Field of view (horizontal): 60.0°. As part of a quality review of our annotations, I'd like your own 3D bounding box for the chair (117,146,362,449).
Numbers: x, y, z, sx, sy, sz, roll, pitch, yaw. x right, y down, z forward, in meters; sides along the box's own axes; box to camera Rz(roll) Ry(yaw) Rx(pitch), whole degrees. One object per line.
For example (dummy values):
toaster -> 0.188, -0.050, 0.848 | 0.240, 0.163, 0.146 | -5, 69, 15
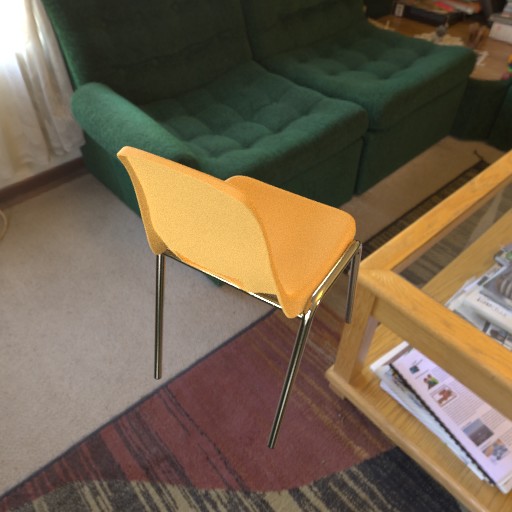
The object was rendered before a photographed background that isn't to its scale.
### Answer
chair -> 0.000, 0.000, 0.952 | 0.381, 0.704, 0.436 | 23, 50, 21
